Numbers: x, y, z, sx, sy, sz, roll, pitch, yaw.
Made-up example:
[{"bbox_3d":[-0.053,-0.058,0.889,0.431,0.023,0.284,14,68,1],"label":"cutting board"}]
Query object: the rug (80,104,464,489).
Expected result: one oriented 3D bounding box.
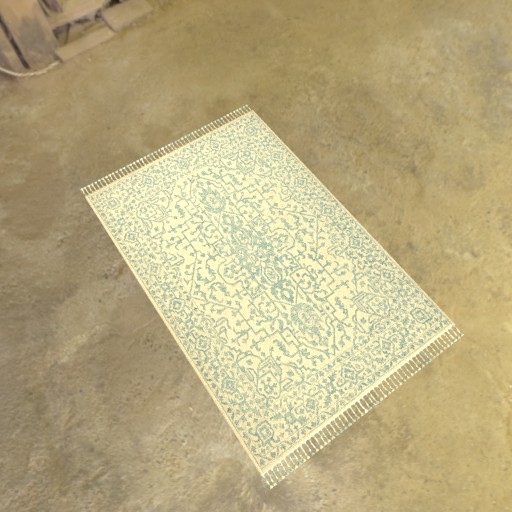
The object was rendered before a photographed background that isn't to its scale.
[{"bbox_3d":[0.000,0.000,3.075,1.524,0.010,2.438,-32,67,-15],"label":"rug"}]
